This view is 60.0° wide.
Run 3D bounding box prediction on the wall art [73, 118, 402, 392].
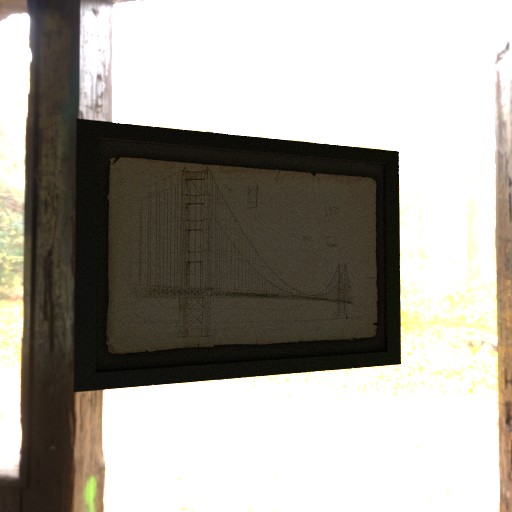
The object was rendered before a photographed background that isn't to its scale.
[{"bbox_3d":[0.000,0.000,0.571,0.432,0.306,0.016,0,-2,-19],"label":"wall art"}]
